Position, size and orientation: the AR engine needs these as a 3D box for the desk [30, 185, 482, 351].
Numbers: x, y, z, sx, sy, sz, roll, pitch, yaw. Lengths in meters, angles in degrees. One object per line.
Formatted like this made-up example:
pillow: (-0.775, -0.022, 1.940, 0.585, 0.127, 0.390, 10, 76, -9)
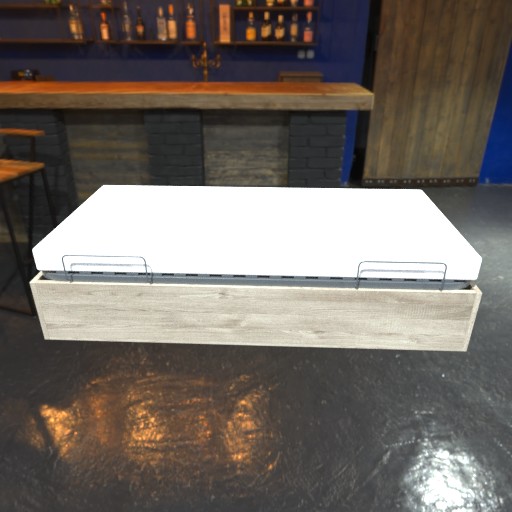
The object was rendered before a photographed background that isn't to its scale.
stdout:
desk: (0.000, 0.000, 2.281, 1.900, 0.455, 0.900, 1, 27, 2)
